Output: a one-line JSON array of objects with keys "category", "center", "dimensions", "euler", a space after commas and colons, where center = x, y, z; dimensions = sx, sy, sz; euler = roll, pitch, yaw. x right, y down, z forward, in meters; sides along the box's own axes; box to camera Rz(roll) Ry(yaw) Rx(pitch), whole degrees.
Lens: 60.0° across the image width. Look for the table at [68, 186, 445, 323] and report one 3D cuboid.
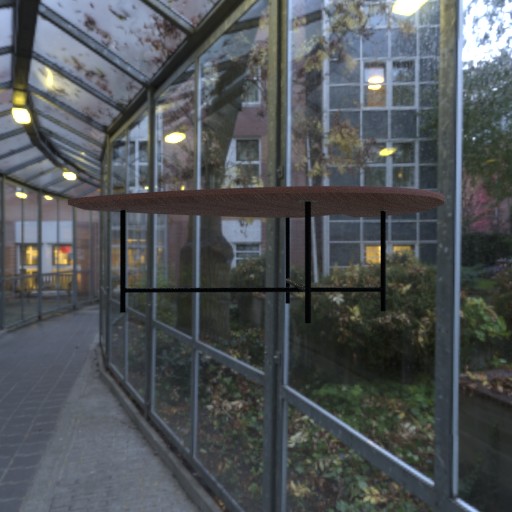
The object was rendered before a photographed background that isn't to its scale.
[{"category": "table", "center": [0.000, 0.000, 1.432], "dimensions": [1.199, 0.360, 0.598], "euler": [0, 0, -2]}]
